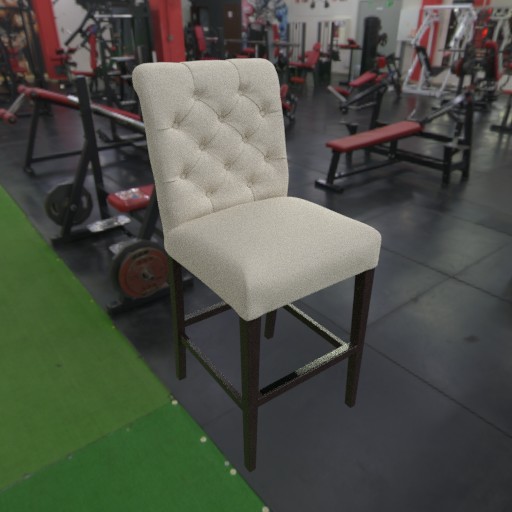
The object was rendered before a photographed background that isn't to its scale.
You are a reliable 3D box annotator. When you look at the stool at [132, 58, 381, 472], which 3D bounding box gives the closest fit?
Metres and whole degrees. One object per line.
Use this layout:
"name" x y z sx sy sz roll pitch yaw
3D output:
"stool" 0.000 0.000 1.418 0.482 1.118 0.610 -19 34 -31
